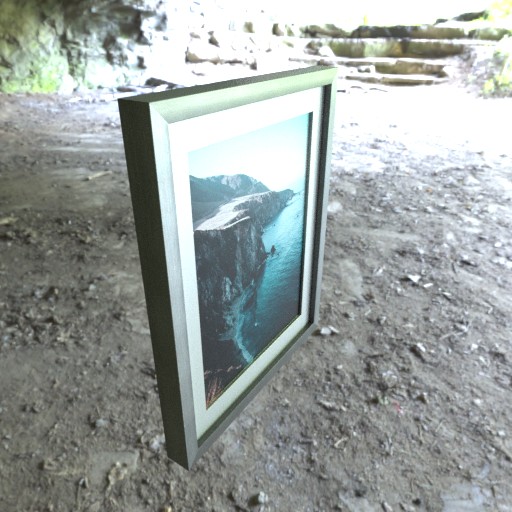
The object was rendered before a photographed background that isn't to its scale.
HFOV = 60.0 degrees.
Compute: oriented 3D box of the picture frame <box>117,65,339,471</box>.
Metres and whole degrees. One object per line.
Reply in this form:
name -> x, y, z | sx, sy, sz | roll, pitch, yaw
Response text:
picture frame -> 0.000, 0.000, 0.743 | 0.046, 0.555, 0.449 | 17, 33, 29
